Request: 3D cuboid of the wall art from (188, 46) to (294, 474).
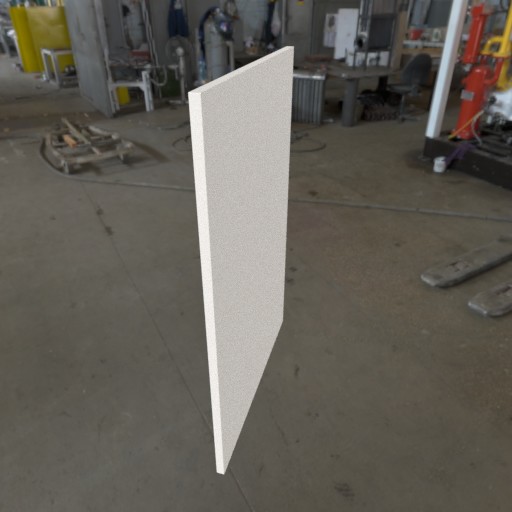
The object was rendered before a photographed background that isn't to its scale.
[{"bbox_3d":[0.000,0.000,0.588,0.010,0.474,0.325,9,32,14],"label":"wall art"}]
